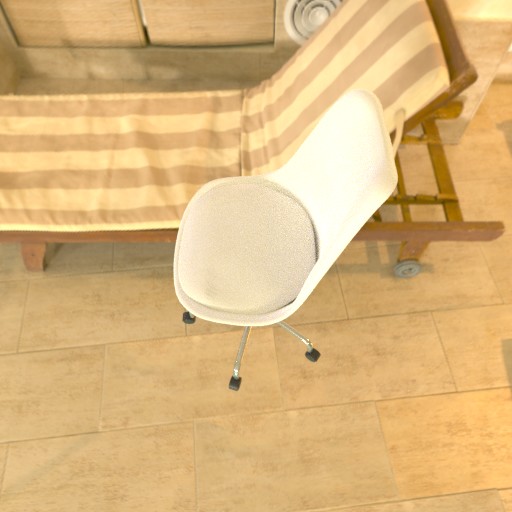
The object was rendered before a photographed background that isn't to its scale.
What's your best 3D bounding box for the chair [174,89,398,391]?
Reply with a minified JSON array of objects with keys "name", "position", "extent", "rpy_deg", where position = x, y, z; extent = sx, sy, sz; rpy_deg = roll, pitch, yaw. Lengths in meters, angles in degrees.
[{"name":"chair","position":[0.000,0.000,1.285],"extent":[0.550,0.930,0.550],"rpy_deg":[0,59,0]}]
